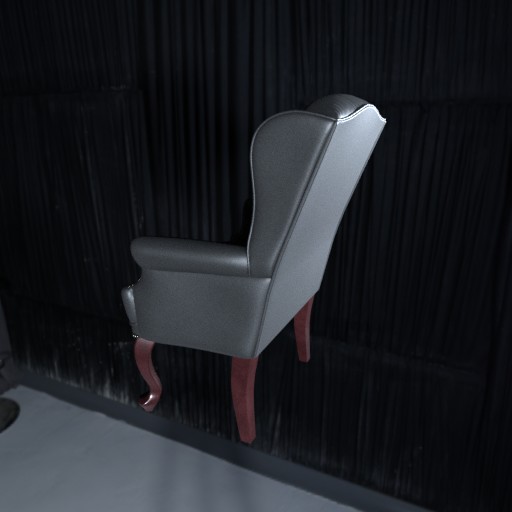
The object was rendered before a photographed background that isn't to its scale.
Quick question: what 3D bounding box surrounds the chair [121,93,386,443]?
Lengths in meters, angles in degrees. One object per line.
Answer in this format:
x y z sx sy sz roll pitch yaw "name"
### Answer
0.000 0.000 1.634 0.762 1.111 0.838 8 19 24 "chair"
